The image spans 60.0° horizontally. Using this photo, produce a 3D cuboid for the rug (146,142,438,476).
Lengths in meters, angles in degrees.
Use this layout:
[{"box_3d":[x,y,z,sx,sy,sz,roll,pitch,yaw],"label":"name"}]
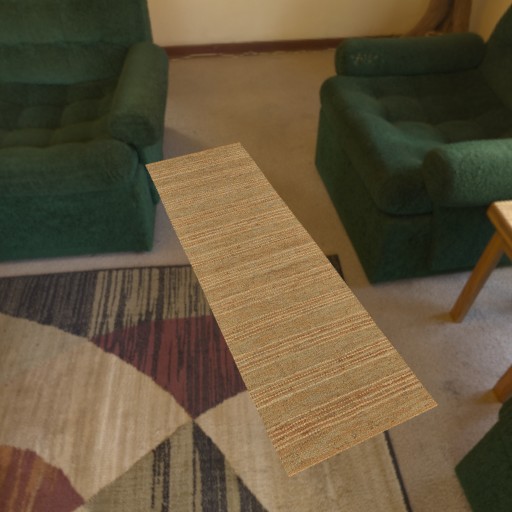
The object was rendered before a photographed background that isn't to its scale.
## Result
[{"box_3d":[0.000,0.000,2.725,0.783,0.006,2.438,-18,49,-16],"label":"rug"}]
